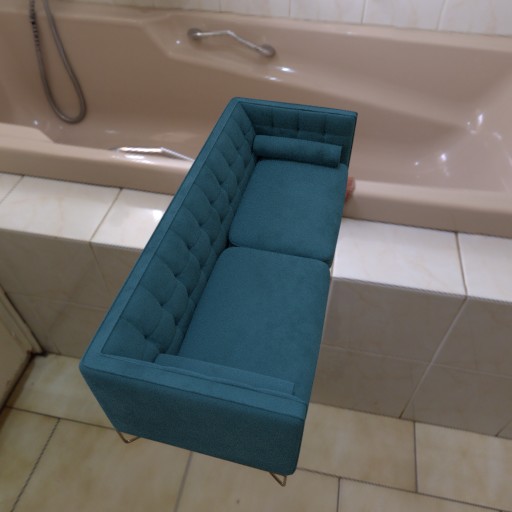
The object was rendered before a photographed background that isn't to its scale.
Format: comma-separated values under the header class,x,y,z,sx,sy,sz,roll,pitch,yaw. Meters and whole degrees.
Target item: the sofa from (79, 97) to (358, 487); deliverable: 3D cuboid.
class,x,y,z,sx,sy,sz,roll,pitch,yaw
sofa,0.000,0.000,2.490,0.867,0.789,2.087,10,48,9
